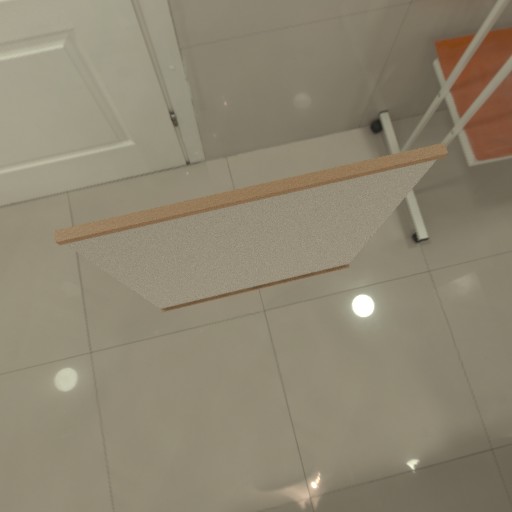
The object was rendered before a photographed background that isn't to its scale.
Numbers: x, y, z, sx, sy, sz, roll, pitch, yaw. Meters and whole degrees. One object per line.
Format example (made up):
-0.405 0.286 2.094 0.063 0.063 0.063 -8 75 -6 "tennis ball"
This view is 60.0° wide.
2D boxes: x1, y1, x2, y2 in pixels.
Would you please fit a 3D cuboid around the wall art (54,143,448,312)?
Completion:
0.000 0.000 0.691 0.405 0.508 0.012 -13 75 -3 "wall art"
